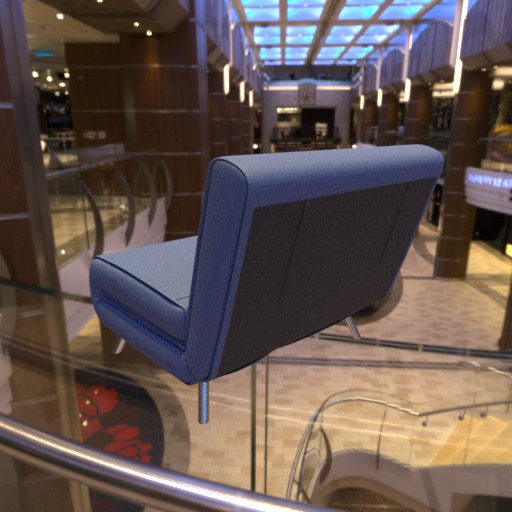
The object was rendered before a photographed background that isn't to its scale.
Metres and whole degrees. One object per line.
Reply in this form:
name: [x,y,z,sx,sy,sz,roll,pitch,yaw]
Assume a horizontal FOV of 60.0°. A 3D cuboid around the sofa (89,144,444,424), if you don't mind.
sofa: [0.000,0.000,1.763,0.999,0.860,0.996,-15,22,-41]
